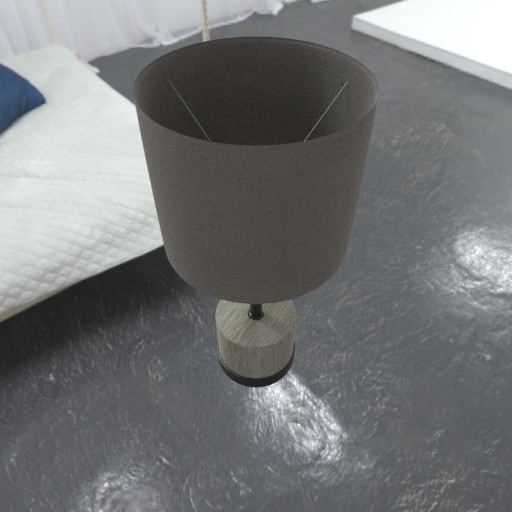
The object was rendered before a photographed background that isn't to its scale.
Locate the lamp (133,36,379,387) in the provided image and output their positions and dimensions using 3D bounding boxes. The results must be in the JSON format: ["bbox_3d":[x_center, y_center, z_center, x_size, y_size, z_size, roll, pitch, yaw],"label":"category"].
[{"bbox_3d":[0.000,0.000,0.584,0.229,0.470,0.229,24,50,22],"label":"lamp"}]
